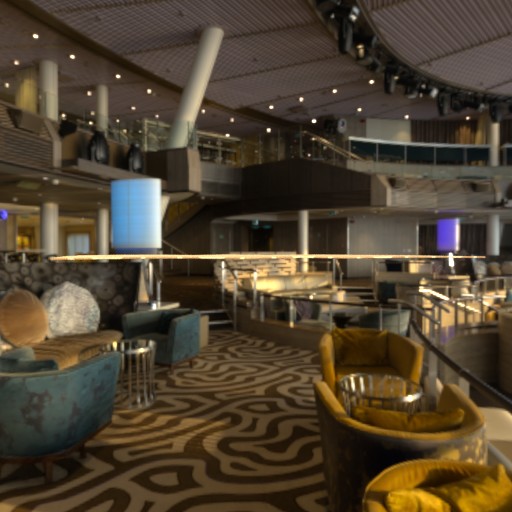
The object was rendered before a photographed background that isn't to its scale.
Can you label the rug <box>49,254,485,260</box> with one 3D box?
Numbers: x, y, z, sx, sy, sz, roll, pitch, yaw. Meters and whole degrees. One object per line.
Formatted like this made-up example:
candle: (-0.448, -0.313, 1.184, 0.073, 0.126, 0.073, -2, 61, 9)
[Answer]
rug: (0.000, 0.000, 2.221, 1.761, 0.013, 1.152, 0, 1, -17)
